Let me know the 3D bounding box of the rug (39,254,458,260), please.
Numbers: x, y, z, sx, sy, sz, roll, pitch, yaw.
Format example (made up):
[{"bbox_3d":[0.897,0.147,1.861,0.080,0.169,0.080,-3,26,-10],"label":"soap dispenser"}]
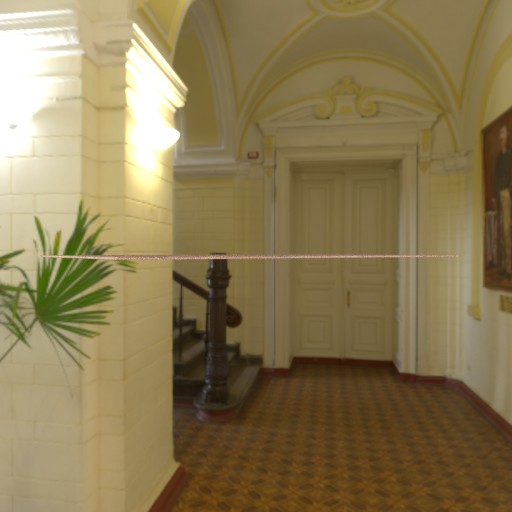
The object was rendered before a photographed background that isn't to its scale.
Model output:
[{"bbox_3d":[0.000,0.000,3.035,2.439,0.011,1.533,0,1,-36],"label":"rug"}]
